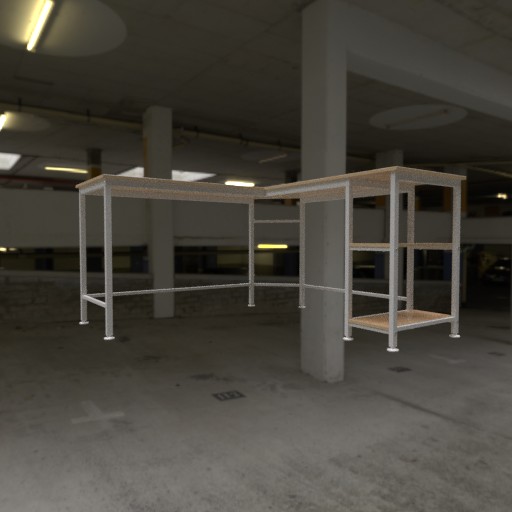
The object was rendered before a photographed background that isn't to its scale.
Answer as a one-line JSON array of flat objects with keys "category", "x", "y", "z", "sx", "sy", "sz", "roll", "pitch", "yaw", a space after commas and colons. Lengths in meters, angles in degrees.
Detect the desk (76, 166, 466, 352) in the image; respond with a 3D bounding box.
[{"category": "desk", "x": 0.000, "y": 0.000, "z": 2.207, "sx": 1.379, "sy": 0.739, "sz": 1.379, "roll": -2, "pitch": 3, "yaw": -35}]
